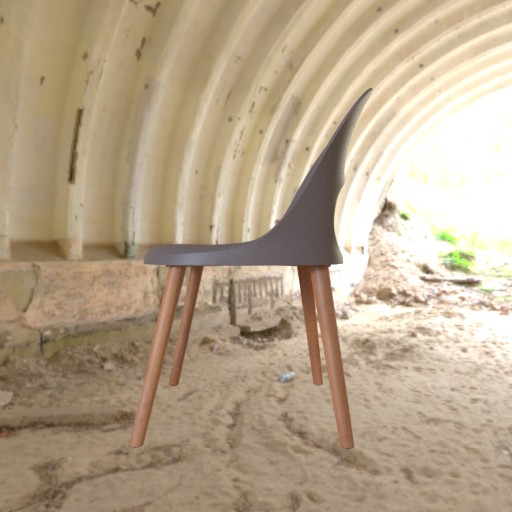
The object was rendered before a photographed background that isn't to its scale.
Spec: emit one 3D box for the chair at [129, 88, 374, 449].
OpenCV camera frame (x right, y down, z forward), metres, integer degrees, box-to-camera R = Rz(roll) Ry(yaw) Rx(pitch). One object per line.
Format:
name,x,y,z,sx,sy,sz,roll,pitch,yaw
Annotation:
chair,0.000,0.000,1.138,0.556,0.794,0.470,0,1,0
